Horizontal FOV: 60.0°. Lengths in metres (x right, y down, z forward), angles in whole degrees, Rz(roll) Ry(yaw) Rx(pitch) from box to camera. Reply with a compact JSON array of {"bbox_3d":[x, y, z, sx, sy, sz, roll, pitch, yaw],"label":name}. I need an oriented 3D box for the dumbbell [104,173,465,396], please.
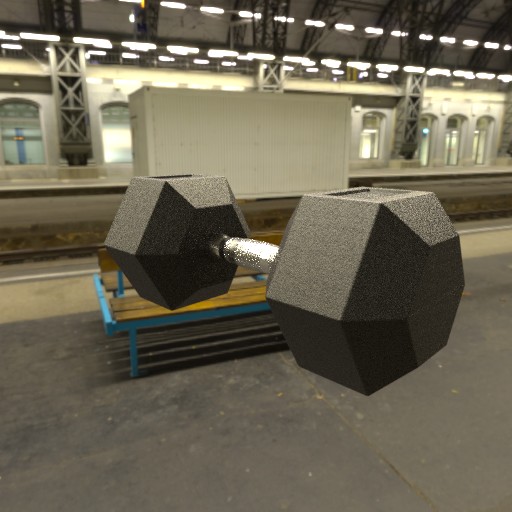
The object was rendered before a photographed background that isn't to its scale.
[{"bbox_3d":[0.000,0.000,0.326,0.271,0.106,0.122,14,20,43],"label":"dumbbell"}]
